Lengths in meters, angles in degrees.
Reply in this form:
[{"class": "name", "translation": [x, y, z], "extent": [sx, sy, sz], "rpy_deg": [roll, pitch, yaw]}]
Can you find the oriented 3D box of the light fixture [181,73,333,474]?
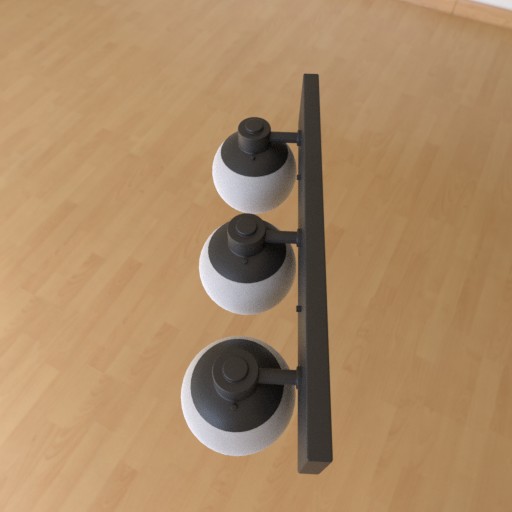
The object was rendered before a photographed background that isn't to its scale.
[{"class": "light fixture", "translation": [0.000, 0.000, 0.822], "extent": [0.218, 0.263, 0.721], "rpy_deg": [3, 58, 2]}]
